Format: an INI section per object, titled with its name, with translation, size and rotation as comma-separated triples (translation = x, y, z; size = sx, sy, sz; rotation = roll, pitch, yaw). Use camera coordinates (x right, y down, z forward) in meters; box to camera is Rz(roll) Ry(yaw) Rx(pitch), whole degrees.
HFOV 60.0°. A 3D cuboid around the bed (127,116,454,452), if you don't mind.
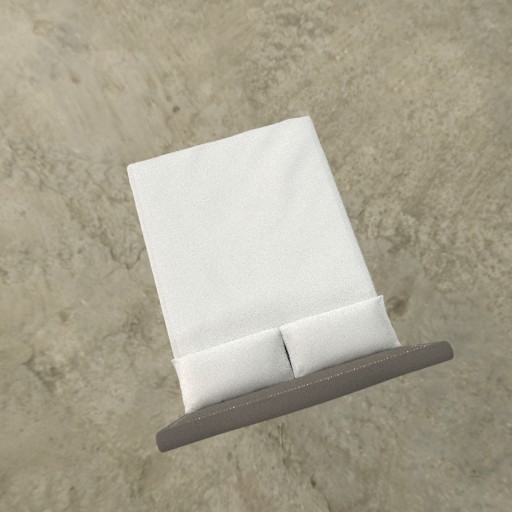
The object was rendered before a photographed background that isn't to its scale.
[bed]
translation = 0.000, 0.000, 3.161
size = 1.666, 1.387, 2.036
rotation = -16, 76, -4
